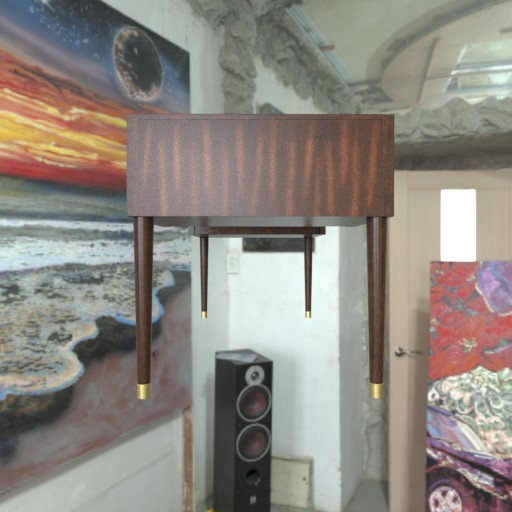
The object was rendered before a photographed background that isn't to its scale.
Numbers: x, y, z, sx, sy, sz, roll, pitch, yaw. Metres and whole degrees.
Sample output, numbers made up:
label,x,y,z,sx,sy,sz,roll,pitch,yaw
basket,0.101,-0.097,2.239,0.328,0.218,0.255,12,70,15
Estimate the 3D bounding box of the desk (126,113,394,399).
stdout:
label,x,y,z,sx,sy,sz,roll,pitch,yaw
desk,0.000,0.000,1.964,0.724,0.762,1.575,0,0,0
